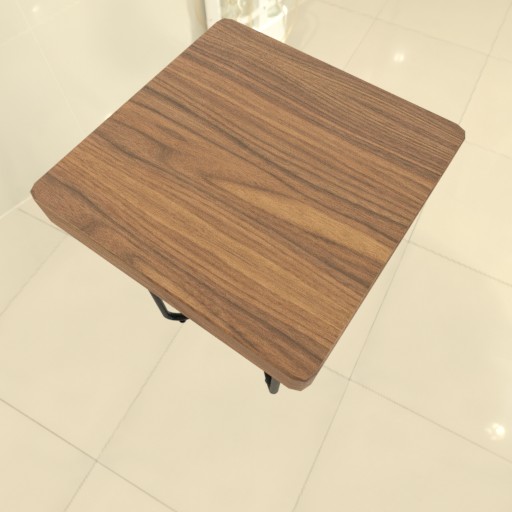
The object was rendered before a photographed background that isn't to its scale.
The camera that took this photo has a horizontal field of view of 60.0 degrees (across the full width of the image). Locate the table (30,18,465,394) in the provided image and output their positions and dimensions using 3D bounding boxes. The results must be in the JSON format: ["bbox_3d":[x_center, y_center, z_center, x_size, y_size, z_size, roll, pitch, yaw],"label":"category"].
[{"bbox_3d":[0.000,0.000,0.947,0.480,0.641,0.479,32,68,15],"label":"table"}]
